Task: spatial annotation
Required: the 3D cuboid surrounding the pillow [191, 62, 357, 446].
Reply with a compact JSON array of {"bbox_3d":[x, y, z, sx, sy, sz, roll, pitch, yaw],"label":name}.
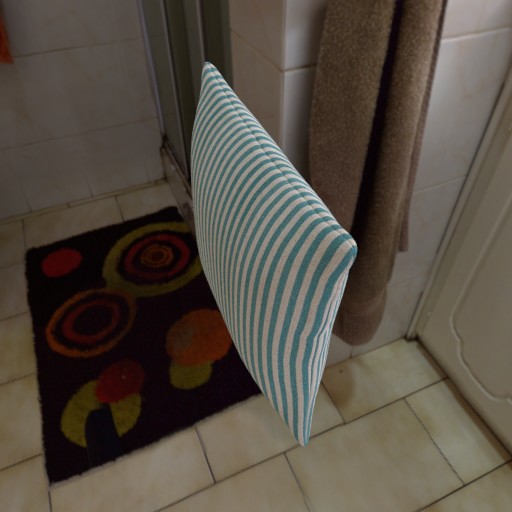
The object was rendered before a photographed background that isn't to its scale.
[{"bbox_3d":[0.000,0.000,0.804,0.166,0.510,0.523,-16,47,-15],"label":"pillow"}]
